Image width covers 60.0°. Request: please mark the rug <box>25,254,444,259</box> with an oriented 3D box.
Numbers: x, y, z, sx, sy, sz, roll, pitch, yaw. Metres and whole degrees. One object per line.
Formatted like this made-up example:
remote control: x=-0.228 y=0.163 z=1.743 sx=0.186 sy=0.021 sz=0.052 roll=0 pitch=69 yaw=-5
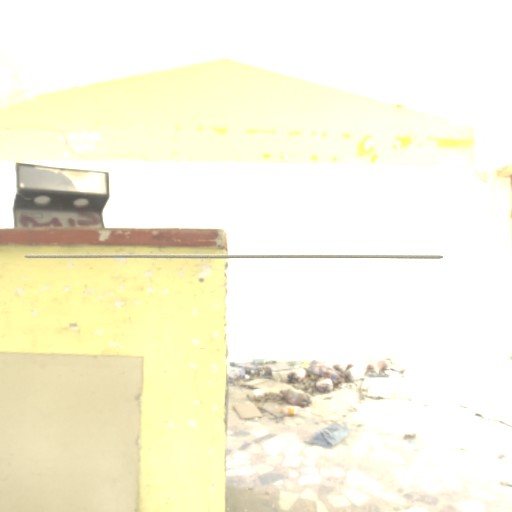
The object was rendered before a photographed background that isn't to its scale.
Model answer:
rug: x=0.000 y=0.000 z=4.191 sx=3.066 sy=0.030 sz=2.462 roll=0 pitch=0 yaw=18
